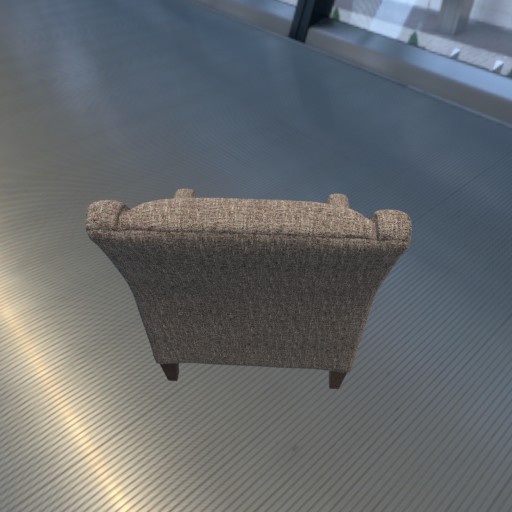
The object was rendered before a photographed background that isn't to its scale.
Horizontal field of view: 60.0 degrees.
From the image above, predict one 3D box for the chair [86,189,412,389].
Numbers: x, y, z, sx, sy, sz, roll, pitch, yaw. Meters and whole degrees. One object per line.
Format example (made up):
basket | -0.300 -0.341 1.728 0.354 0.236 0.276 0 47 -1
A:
chair | 0.000 0.000 1.636 0.774 1.014 0.870 2 44 2
